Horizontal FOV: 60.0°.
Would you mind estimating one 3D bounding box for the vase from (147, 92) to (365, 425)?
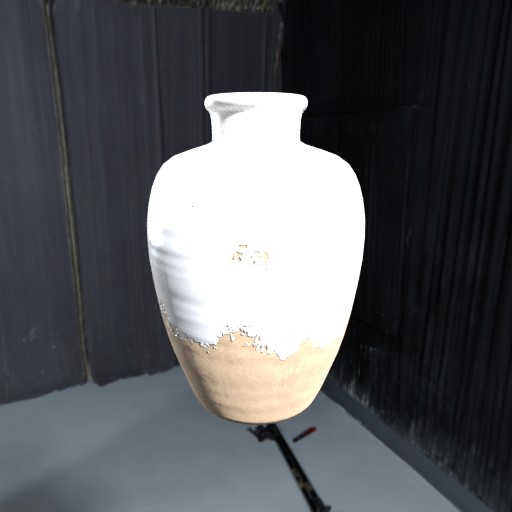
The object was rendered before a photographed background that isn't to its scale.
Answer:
[{"bbox_3d":[0.000,0.000,0.337,0.158,0.228,0.158,0,15,0],"label":"vase"}]
